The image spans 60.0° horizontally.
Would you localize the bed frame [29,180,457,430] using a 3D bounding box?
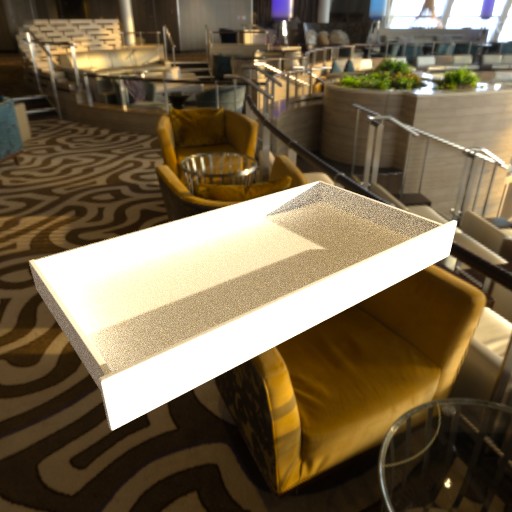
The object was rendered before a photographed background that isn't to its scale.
[{"bbox_3d":[0.000,0.000,1.497,1.300,0.141,0.670,-20,34,-33],"label":"bed frame"}]
